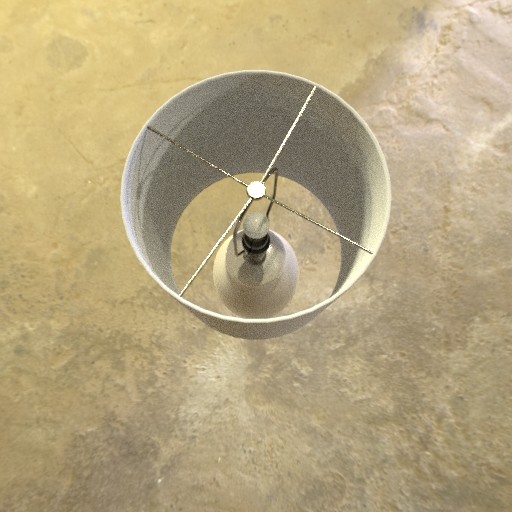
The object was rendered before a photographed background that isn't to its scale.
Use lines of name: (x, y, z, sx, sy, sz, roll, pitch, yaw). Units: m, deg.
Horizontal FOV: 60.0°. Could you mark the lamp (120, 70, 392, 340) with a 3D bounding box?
lamp: (0.000, 0.000, 0.574, 0.217, 0.453, 0.217, 30, 78, 7)
